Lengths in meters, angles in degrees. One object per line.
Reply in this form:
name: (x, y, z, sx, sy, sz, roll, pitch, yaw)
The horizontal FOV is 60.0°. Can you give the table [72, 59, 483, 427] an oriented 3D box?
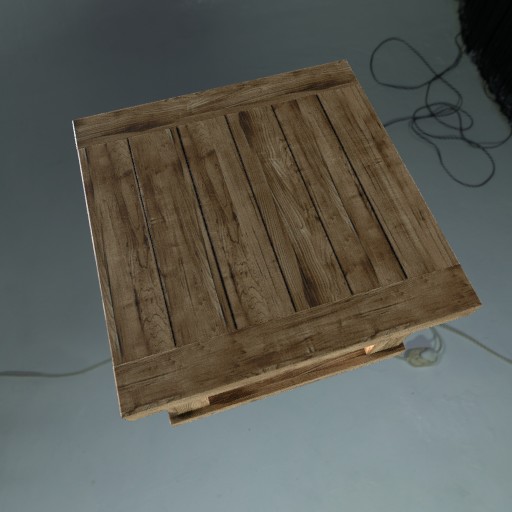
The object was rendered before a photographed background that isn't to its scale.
table: (0.000, 0.000, 1.036, 0.610, 0.457, 0.610, -15, 65, -7)
